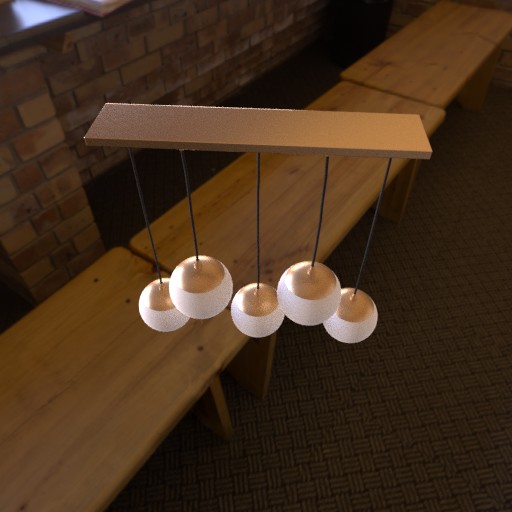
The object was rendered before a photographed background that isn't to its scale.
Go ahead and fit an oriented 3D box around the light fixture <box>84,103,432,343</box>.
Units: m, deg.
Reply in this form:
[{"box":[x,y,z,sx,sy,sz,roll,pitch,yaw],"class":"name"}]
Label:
[{"box":[0.000,0.000,1.334,0.863,0.869,0.299,3,46,3],"class":"light fixture"}]
